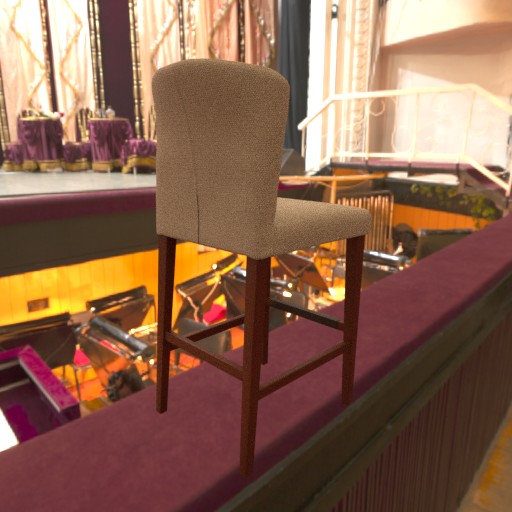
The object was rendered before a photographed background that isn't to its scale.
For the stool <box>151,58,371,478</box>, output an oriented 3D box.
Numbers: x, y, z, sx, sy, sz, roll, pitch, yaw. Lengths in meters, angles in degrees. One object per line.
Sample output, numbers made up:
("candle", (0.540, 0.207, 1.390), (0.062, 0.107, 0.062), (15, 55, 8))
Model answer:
("stool", (0.000, 0.000, 1.387), (0.568, 1.069, 0.481), (-14, 19, -43))
